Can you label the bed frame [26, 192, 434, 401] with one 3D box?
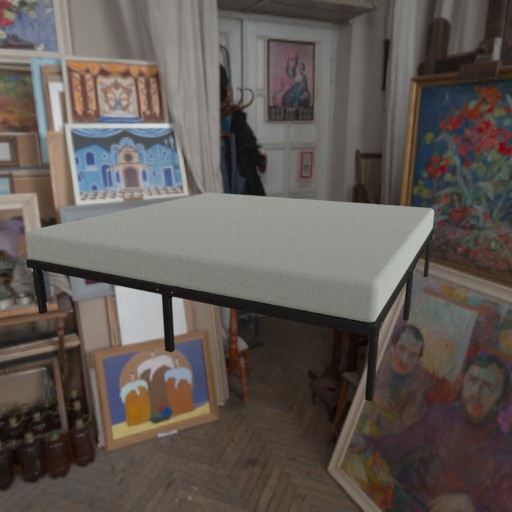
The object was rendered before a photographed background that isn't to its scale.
[{"bbox_3d":[0.000,0.000,3.883,2.635,0.680,2.526,8,17,26],"label":"bed frame"}]
